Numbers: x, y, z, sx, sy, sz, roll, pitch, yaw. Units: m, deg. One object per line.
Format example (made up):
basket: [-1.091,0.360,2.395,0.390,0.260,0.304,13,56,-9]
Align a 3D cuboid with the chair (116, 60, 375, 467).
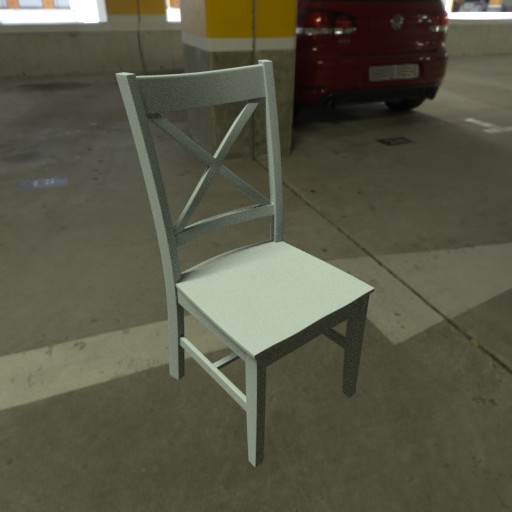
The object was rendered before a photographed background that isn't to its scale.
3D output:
chair: [0.000,0.000,1.294,0.485,0.983,0.542,-22,36,-33]
